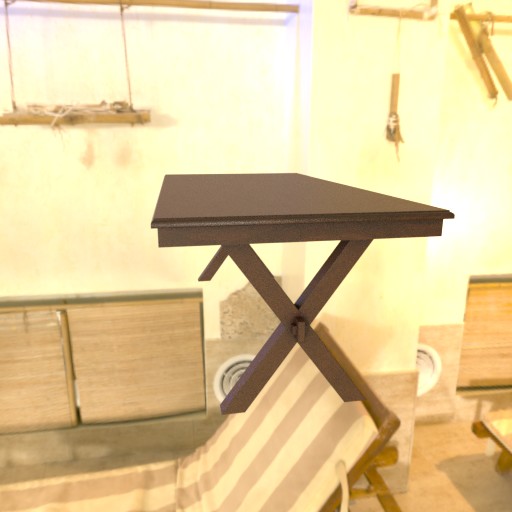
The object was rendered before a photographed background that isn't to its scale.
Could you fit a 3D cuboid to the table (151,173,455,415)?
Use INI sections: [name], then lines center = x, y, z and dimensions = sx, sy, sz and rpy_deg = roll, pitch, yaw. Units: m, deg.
[table]
center = 0.000, 0.000, 1.462
dimensions = 0.594, 0.459, 1.197
rpy_deg = -3, 14, -10
